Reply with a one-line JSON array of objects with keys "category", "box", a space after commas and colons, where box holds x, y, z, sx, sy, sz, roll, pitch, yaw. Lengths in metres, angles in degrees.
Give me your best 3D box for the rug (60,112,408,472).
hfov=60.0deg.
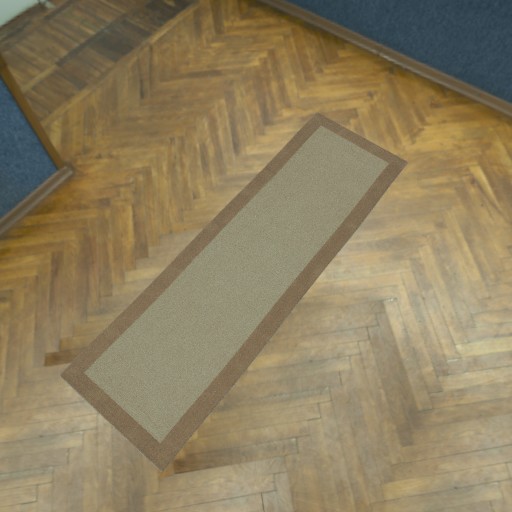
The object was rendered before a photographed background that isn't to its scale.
[{"category": "rug", "box": [0.000, 0.000, 2.699, 0.767, 0.012, 2.430, 35, 68, 17]}]
